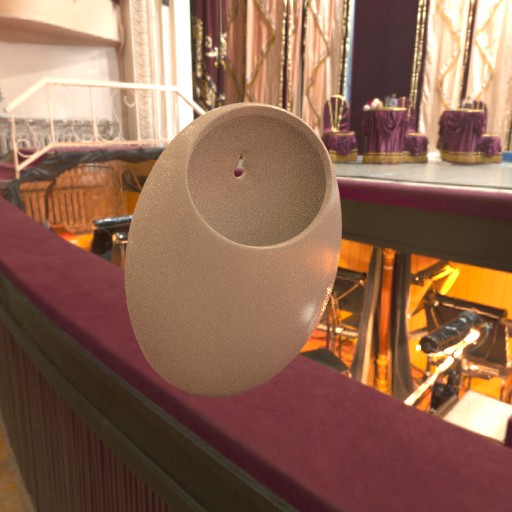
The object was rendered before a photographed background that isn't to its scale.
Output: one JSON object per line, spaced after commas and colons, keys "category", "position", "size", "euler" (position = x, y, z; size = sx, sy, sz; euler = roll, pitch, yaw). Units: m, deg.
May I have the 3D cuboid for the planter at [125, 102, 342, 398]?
{"category": "planter", "position": [0.000, 0.000, 0.286], "size": [0.043, 0.188, 0.185], "euler": [14, 20, 43]}
